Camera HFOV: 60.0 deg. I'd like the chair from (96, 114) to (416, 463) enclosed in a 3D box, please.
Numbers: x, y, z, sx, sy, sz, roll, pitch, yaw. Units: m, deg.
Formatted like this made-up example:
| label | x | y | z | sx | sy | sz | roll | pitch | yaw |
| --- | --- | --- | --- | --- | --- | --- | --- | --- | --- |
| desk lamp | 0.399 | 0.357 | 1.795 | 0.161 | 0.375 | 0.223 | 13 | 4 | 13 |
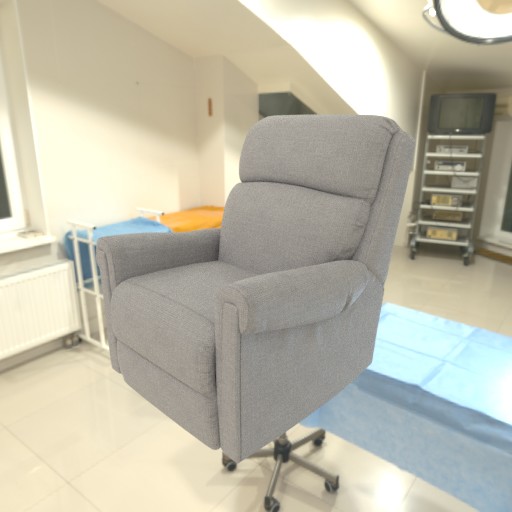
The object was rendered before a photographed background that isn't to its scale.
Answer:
| label | x | y | z | sx | sy | sz | roll | pitch | yaw |
| --- | --- | --- | --- | --- | --- | --- | --- | --- | --- |
| chair | 0.000 | 0.000 | 1.727 | 0.838 | 1.054 | 1.014 | 16 | 23 | 42 |
